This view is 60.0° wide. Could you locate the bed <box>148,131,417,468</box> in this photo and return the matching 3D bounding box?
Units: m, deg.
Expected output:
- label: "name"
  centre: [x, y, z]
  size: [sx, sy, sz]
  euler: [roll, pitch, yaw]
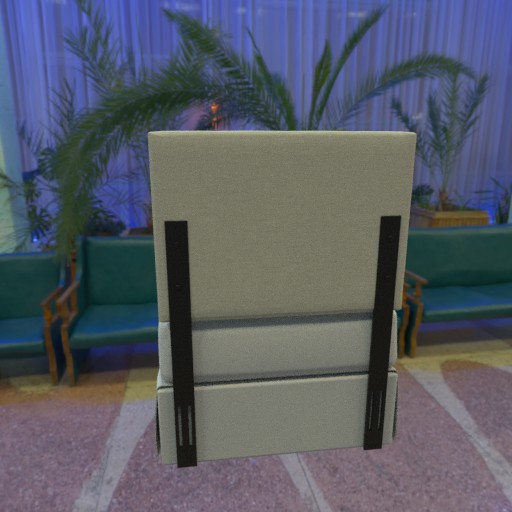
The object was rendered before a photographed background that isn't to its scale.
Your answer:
- label: "bed"
  centre: [0.000, 0.000, 2.954]
  size: [1.261, 1.571, 1.997]
  euler: [-2, 15, -7]
